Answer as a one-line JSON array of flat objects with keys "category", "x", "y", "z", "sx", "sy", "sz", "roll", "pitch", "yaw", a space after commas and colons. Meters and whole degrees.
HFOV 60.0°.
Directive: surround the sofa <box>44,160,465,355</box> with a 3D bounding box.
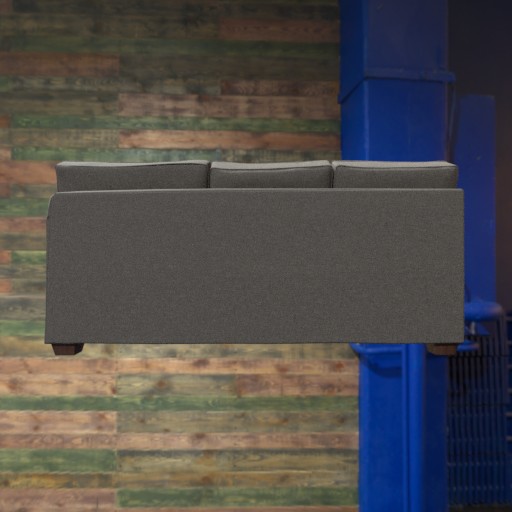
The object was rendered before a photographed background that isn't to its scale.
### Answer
[{"category": "sofa", "x": 0.000, "y": 0.000, "z": 2.542, "sx": 1.963, "sy": 0.946, "sz": 1.034, "roll": 0, "pitch": -1, "yaw": 0}]
